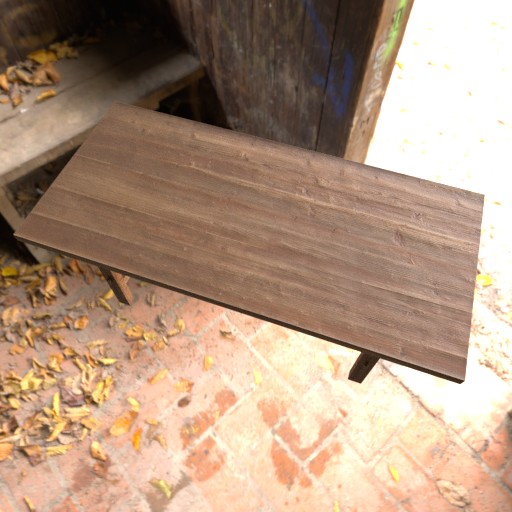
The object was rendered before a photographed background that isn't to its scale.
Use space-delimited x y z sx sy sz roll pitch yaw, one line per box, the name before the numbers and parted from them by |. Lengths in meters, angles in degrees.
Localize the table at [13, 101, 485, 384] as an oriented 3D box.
table | 0.000 0.000 2.395 2.003 0.760 0.952 17 60 10
